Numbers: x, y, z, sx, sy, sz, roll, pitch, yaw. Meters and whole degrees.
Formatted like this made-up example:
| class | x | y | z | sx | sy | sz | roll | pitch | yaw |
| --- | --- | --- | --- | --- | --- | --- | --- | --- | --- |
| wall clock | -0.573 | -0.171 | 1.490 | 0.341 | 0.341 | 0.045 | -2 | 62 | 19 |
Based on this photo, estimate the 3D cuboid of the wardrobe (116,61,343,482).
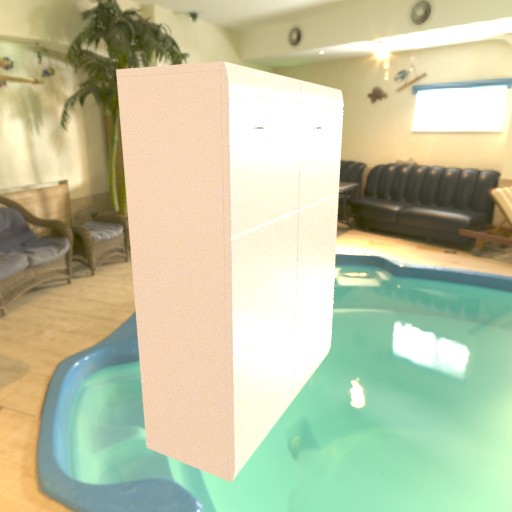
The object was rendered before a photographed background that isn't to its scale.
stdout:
| class | x | y | z | sx | sy | sz | roll | pitch | yaw |
| --- | --- | --- | --- | --- | --- | --- | --- | --- | --- |
| wardrobe | 0.000 | 0.000 | 1.632 | 0.360 | 1.200 | 0.900 | 8 | 18 | 26 |
